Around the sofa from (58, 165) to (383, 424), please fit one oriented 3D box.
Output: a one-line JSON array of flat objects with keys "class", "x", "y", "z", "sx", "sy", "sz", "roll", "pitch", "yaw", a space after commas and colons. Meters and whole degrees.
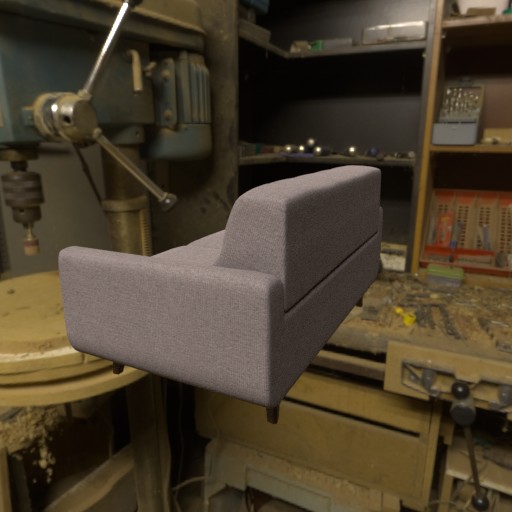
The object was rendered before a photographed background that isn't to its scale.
[{"class": "sofa", "x": 0.000, "y": 0.000, "z": 2.207, "sx": 0.909, "sy": 0.841, "sz": 1.631, "roll": 8, "pitch": 17, "yaw": 26}]
